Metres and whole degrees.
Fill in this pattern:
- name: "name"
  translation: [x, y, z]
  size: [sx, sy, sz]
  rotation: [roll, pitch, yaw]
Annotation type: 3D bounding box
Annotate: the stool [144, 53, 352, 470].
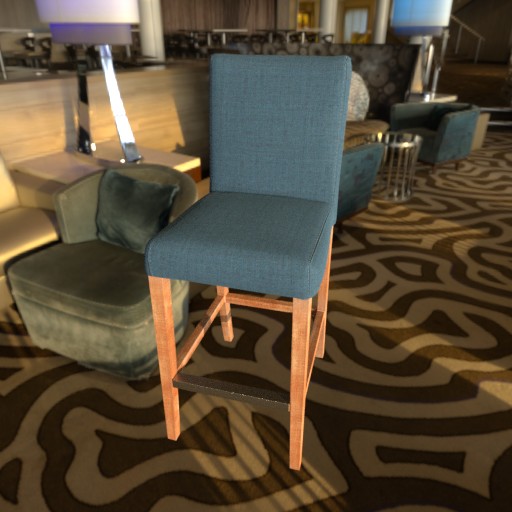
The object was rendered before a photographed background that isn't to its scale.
- name: "stool"
  translation: [0.000, 0.000, 1.337]
  size: [0.454, 1.088, 0.574]
  rotation: [7, 28, 14]
